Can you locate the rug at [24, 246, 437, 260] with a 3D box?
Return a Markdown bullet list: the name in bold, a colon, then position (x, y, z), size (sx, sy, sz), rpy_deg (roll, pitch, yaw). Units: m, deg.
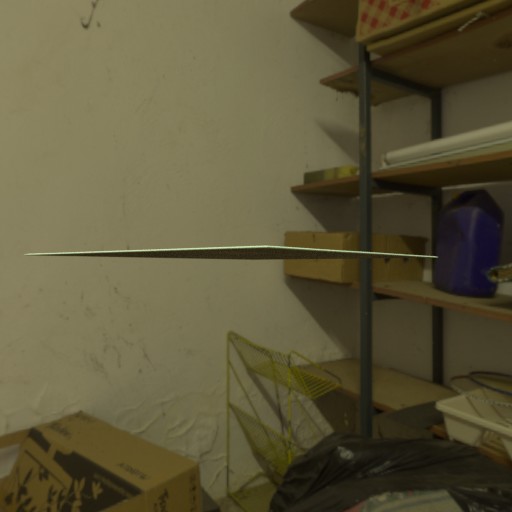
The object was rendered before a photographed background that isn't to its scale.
- **rug**: position (0.000, 0.000, 3.996), size (2.363, 0.012, 2.980), rpy_deg (-1, -2, 37)
